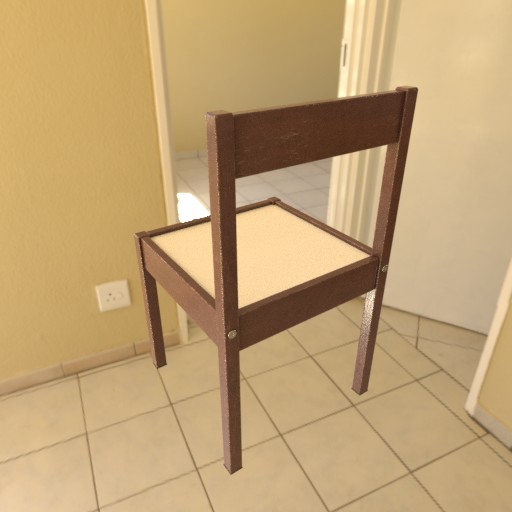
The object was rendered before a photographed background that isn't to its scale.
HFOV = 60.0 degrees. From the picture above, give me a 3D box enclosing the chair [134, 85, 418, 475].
[{"bbox_3d":[0.000,0.000,0.688,0.285,0.505,0.285,-19,34,-30],"label":"chair"}]
